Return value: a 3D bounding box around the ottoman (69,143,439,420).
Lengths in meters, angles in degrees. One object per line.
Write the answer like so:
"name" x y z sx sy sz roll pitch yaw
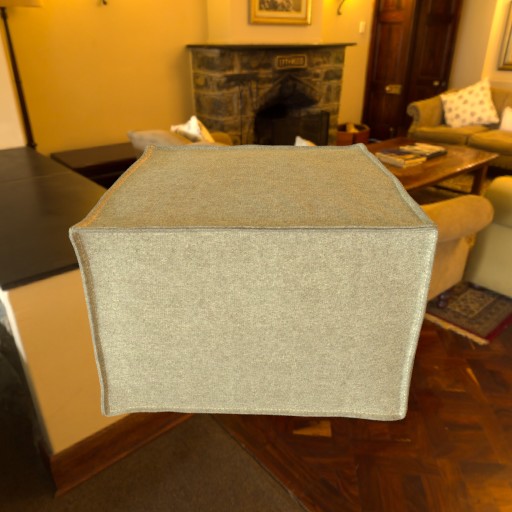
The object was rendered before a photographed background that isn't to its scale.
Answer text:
"ottoman" 0.000 0.000 1.166 0.696 0.470 0.707 0 26 0
